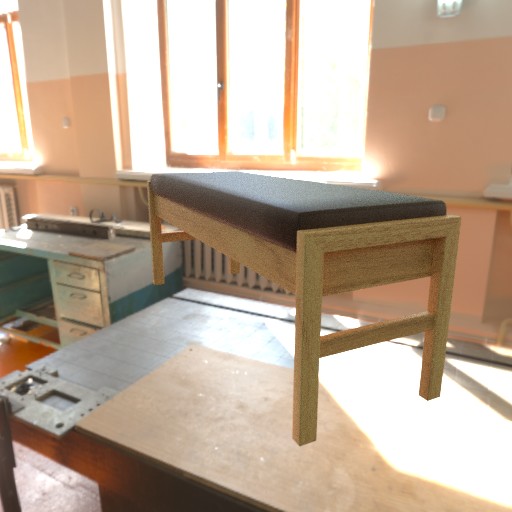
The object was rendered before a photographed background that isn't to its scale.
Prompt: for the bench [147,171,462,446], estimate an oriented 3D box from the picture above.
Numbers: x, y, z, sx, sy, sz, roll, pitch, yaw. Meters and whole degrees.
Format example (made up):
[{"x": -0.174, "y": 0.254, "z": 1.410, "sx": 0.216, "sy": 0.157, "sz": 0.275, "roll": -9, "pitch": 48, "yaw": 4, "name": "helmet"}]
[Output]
[{"x": 0.000, "y": 0.000, "z": 1.451, "sx": 0.405, "sy": 0.480, "sz": 1.200, "roll": -7, "pitch": 16, "yaw": -26, "name": "bench"}]
